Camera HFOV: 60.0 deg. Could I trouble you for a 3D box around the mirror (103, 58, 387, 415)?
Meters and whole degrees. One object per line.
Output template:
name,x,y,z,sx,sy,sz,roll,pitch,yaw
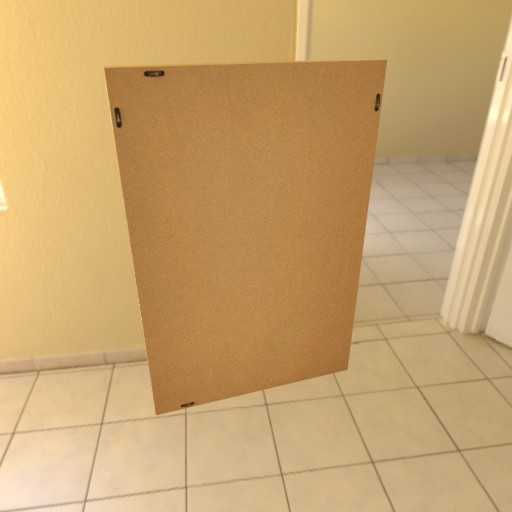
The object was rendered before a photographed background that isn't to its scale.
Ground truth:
mirror,0.000,0.000,1.141,0.609,0.915,0.040,-9,29,-16
